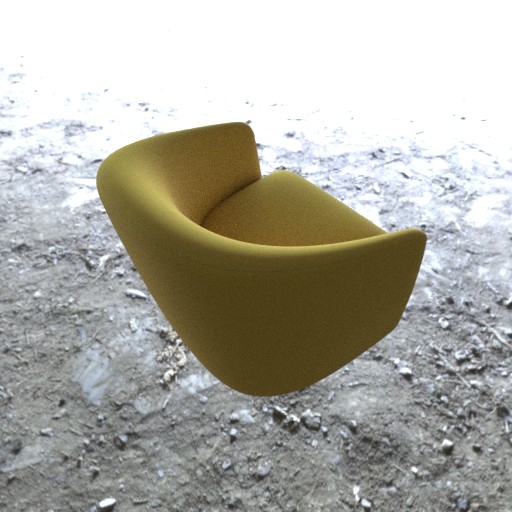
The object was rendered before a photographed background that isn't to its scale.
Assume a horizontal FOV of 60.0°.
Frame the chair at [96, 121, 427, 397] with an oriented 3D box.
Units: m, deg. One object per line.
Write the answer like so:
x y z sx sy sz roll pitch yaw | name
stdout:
0.000 0.000 1.344 0.767 0.698 0.773 -26 48 -26 | chair
